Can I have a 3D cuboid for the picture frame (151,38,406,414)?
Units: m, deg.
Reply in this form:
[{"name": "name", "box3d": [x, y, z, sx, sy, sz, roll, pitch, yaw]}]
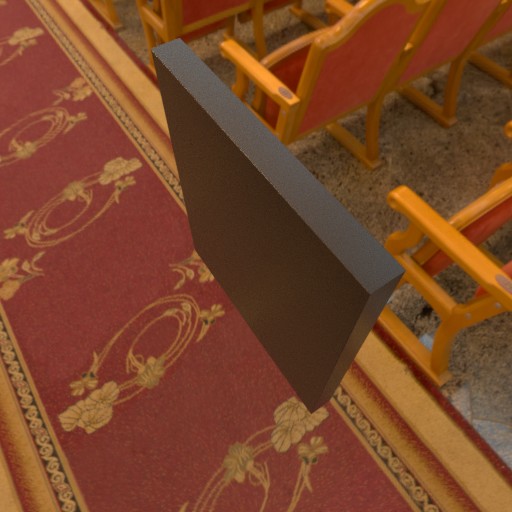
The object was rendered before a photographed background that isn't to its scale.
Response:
[{"name": "picture frame", "box3d": [0.000, 0.000, 0.538, 0.034, 0.378, 0.328, -30, 63, -17]}]
